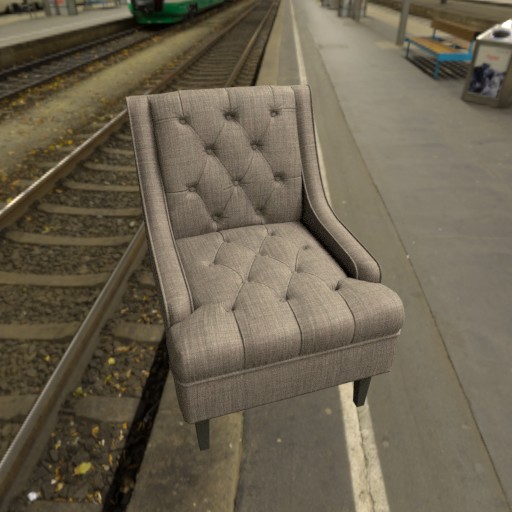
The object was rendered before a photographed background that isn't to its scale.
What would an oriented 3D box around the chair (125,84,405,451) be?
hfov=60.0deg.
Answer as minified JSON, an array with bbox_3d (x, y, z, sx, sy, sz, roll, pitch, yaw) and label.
[{"bbox_3d":[0.000,0.000,1.411,0.655,0.891,0.771,-10,33,-15],"label":"chair"}]
